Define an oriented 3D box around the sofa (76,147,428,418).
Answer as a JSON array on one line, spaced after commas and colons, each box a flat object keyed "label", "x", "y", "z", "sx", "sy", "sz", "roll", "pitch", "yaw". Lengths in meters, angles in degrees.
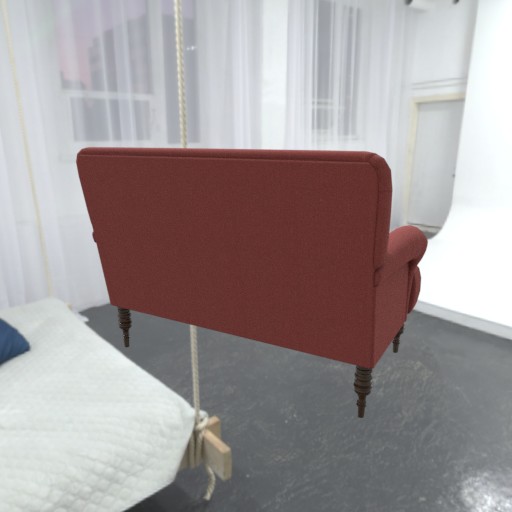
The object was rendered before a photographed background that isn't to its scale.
[{"label": "sofa", "x": 0.000, "y": 0.000, "z": 1.852, "sx": 1.297, "sy": 0.889, "sz": 0.779, "roll": 8, "pitch": 17, "yaw": 28}]
